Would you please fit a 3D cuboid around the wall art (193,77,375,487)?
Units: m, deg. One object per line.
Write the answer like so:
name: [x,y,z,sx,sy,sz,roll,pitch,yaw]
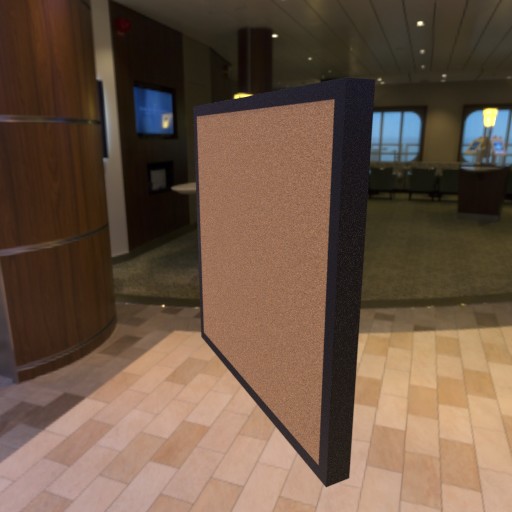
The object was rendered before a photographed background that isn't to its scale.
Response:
wall art: [0.000,0.000,0.750,0.038,0.508,0.508,-7,17,-25]
